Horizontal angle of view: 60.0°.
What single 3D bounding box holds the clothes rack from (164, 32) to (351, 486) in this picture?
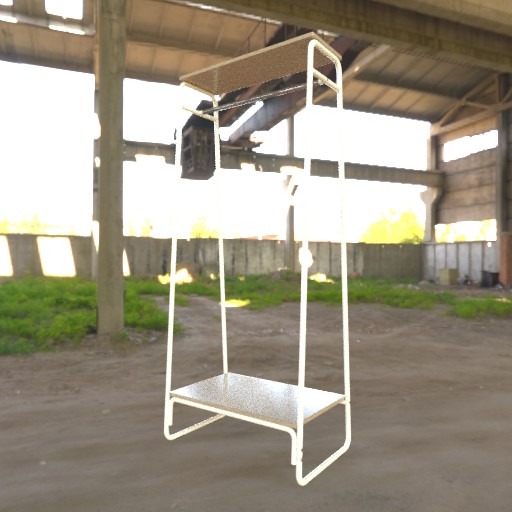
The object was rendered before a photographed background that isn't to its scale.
[{"bbox_3d":[0.000,0.000,1.770,0.640,1.512,0.400,0,0,36],"label":"clothes rack"}]
